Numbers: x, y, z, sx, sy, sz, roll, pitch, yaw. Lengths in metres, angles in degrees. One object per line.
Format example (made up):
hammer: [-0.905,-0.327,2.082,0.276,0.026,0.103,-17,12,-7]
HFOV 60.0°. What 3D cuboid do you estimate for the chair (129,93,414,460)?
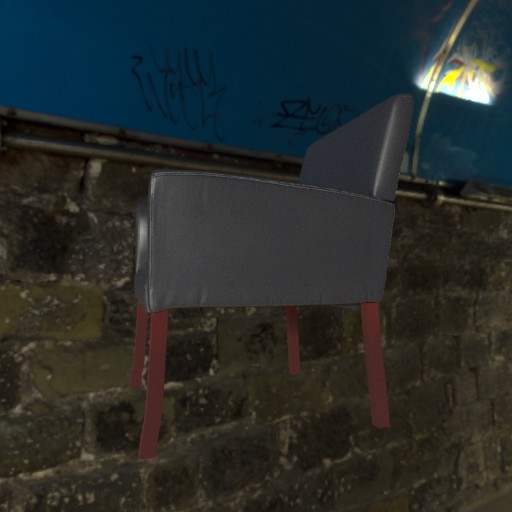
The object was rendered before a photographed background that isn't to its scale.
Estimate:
chair: [0.000,0.000,1.452,0.772,0.951,0.683,0,-1,-18]
